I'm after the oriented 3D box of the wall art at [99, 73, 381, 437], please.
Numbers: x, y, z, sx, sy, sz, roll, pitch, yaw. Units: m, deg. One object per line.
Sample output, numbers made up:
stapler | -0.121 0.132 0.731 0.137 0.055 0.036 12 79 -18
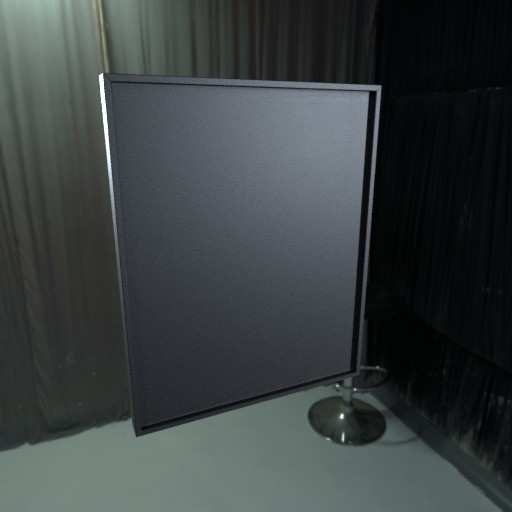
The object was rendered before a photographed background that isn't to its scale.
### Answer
wall art | 0.000 0.000 0.753 0.449 0.555 0.039 -8 18 -24
